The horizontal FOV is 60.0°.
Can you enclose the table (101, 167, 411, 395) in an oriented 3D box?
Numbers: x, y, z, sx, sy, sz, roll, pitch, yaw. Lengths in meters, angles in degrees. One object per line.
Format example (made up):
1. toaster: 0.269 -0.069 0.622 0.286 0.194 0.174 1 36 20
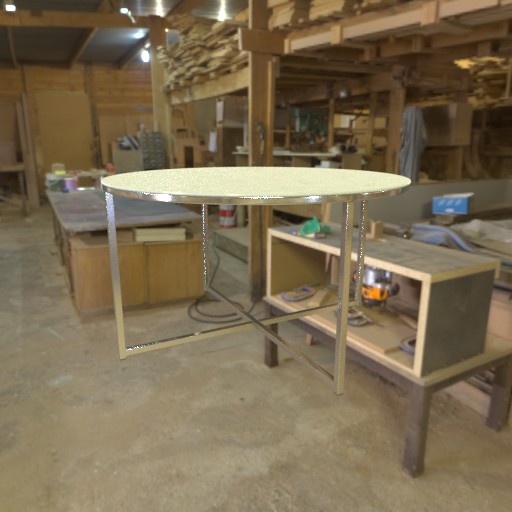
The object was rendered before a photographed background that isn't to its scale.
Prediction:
1. table: 0.000 0.000 1.264 0.800 0.450 0.800 0 15 0
